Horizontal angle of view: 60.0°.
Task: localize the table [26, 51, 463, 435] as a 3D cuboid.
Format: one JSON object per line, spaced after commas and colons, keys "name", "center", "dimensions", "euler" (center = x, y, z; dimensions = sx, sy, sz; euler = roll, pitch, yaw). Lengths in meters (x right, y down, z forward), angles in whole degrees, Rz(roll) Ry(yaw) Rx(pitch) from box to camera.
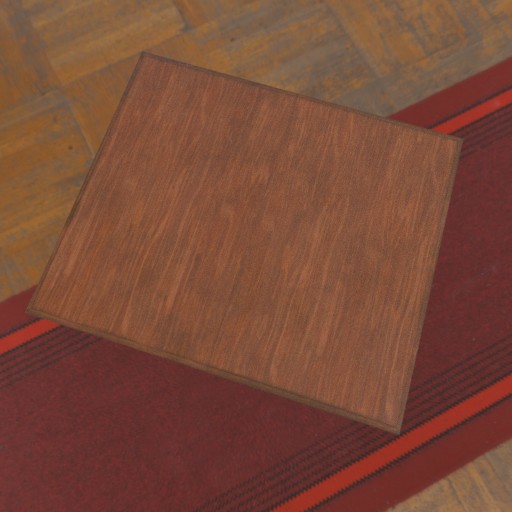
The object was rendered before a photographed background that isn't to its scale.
{"name": "table", "center": [0.000, 0.000, 1.573], "dimensions": [0.991, 0.761, 0.838], "euler": [17, 76, 4]}
